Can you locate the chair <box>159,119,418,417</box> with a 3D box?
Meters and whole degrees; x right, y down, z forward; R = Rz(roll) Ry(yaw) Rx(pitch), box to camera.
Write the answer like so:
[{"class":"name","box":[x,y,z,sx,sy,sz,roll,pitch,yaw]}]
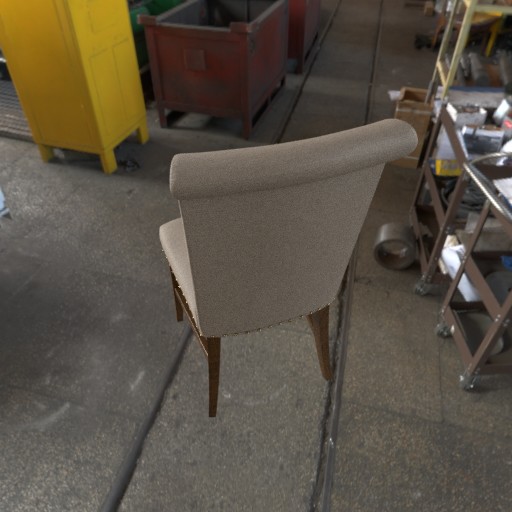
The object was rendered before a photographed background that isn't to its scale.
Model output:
[{"class":"chair","box":[0.000,0.000,1.340,0.513,0.988,0.608,-13,43,-15]}]
